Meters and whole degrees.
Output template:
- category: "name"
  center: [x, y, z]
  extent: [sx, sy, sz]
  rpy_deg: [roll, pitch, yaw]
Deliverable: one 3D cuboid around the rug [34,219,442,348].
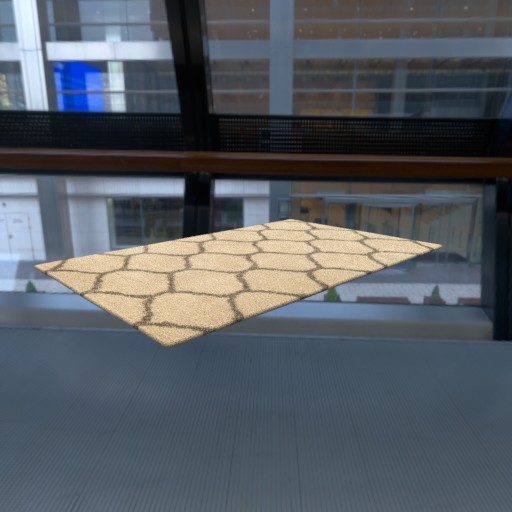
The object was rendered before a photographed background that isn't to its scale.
- category: "rug"
  center: [0.000, 0.000, 2.981]
  extent: [2.348, 0.024, 1.501]
  rpy_deg: [-14, 20, -42]
